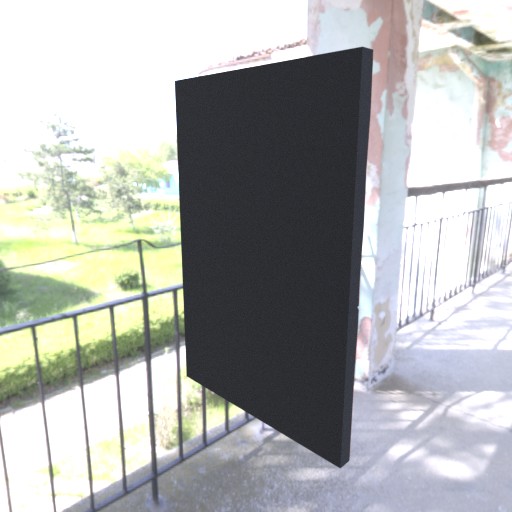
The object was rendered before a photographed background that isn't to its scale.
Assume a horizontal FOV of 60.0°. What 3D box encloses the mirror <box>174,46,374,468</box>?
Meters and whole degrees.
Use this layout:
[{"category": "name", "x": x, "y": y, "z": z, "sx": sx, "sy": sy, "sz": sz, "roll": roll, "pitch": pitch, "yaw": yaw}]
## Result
[{"category": "mirror", "x": 0.000, "y": 0.000, "z": 1.154, "sx": 0.044, "sy": 0.912, "sz": 0.606, "roll": -13, "pitch": 19, "yaw": -43}]
